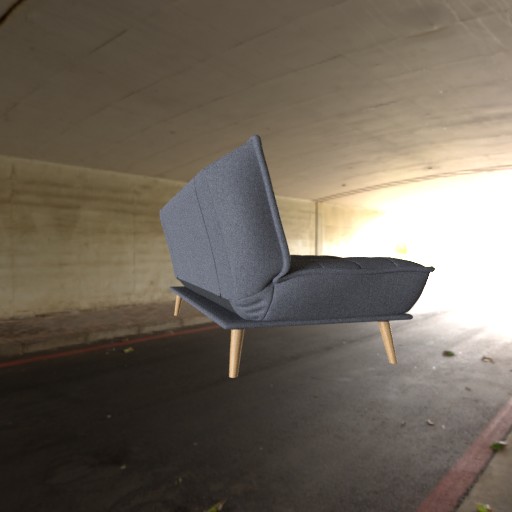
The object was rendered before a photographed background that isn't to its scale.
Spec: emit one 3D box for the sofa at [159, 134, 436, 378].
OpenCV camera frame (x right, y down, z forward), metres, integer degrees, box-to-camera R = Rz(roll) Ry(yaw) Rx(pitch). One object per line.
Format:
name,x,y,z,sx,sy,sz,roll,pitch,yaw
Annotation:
sofa,0.000,0.000,2.574,0.950,0.890,1.940,0,1,-17
